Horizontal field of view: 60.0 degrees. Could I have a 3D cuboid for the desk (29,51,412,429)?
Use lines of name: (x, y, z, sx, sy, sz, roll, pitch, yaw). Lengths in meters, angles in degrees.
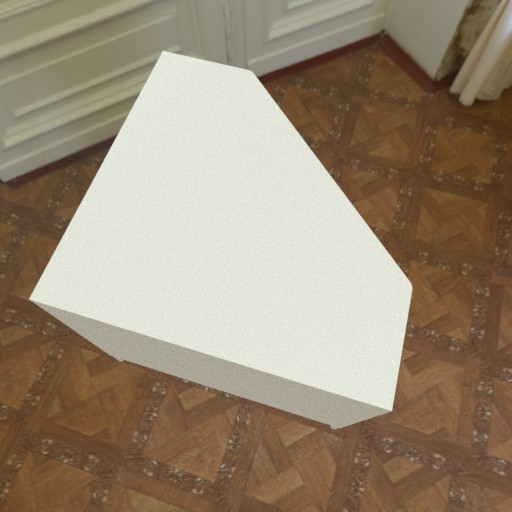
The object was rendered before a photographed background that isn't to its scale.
desk: (0.000, 0.000, 1.639, 0.940, 0.818, 0.926, 15, 67, 7)
